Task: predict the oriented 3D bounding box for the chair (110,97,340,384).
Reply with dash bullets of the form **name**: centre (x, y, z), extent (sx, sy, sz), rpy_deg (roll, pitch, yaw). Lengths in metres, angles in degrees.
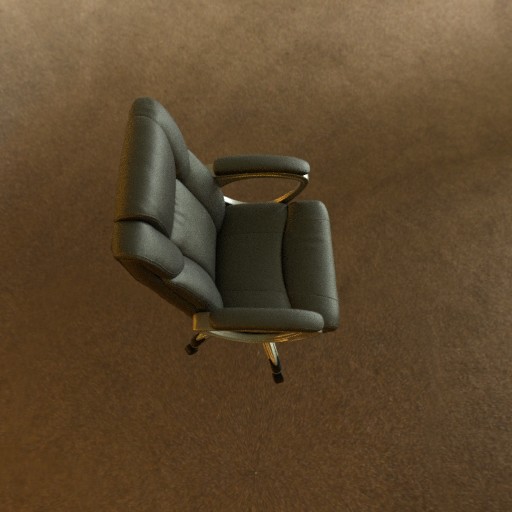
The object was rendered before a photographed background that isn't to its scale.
- **chair**: centre (0.000, 0.000, 1.619), extent (0.719, 1.130, 0.721), rpy_deg (0, 64, 0)
